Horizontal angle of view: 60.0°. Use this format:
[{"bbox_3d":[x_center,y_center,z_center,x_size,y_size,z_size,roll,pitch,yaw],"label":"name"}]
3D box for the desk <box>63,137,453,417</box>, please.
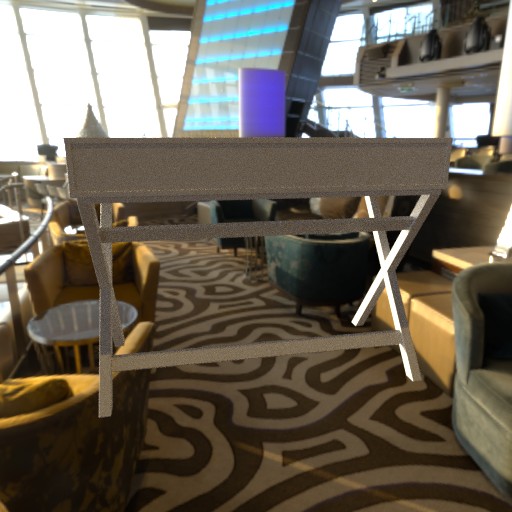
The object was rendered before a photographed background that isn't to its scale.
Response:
[{"bbox_3d":[0.000,0.000,1.515,1.059,0.780,0.509,-3,15,-11],"label":"desk"}]
